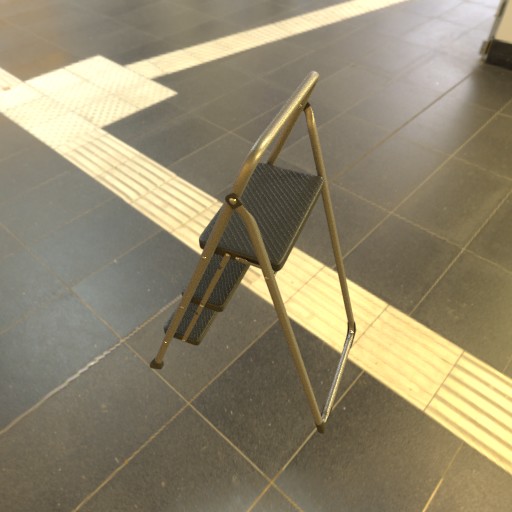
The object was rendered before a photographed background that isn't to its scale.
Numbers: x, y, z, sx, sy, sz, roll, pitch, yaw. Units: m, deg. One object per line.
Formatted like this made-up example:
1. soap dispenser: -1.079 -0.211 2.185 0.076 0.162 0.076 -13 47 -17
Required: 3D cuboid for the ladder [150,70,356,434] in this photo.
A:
1. ladder: 0.000 0.000 1.244 0.629 0.945 0.430 17 48 16
